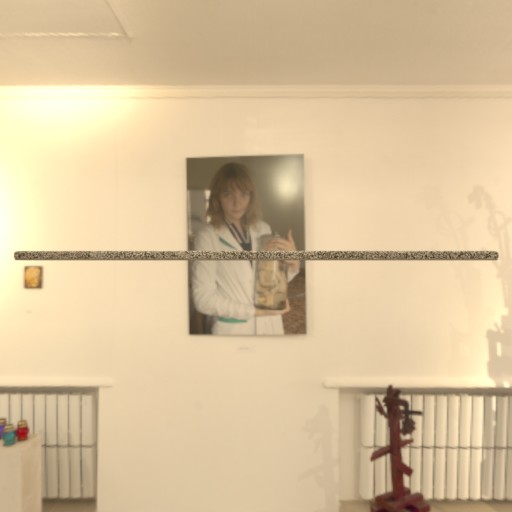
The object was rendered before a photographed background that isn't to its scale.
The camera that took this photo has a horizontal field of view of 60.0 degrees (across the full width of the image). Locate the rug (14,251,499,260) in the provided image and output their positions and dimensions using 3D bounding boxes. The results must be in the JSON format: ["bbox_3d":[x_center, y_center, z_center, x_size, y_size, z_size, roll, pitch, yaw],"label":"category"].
[{"bbox_3d":[0.000,0.000,1.685,1.524,0.030,0.609,0,0,0],"label":"rug"}]
